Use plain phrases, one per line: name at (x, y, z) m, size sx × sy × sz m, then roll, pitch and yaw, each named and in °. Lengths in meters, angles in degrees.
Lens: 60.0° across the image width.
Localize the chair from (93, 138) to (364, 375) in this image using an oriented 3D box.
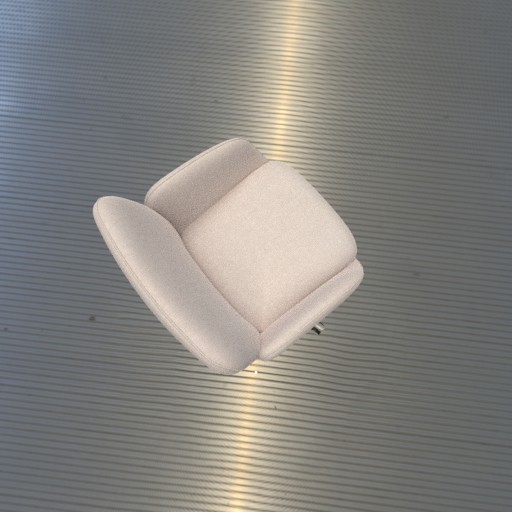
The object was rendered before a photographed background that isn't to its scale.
chair at (0.000, 0.000, 1.406) m, size 0.633 × 0.959 × 0.648 m, roll -38°, pitch 78°, yaw -9°
